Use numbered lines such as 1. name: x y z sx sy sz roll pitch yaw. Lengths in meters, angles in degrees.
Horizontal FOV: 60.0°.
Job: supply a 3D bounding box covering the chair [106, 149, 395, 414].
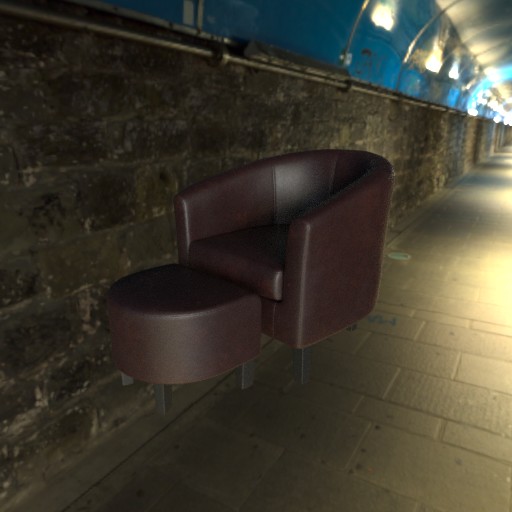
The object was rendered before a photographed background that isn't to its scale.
1. chair: 0.000 0.000 1.697 1.176 0.755 0.737 -15 22 -42
